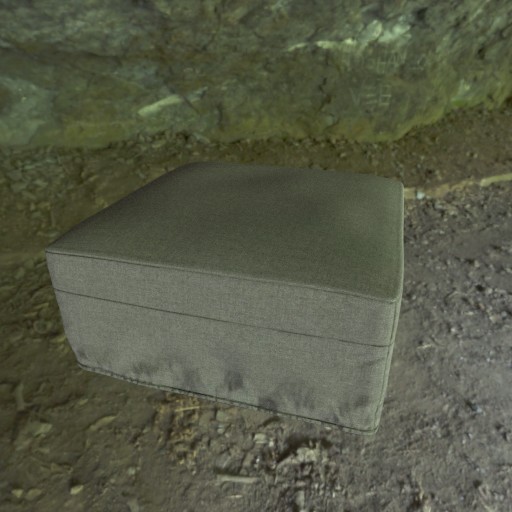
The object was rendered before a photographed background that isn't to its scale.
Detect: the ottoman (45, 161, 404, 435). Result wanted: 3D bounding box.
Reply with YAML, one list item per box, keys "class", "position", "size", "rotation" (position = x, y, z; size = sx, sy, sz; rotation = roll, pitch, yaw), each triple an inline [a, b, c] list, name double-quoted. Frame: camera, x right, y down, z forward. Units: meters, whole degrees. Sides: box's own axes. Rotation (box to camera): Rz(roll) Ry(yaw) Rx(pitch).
- class: "ottoman"
  position: [0.000, 0.000, 1.367]
  size: [0.840, 0.436, 0.843]
  rotation: [8, 27, 15]
